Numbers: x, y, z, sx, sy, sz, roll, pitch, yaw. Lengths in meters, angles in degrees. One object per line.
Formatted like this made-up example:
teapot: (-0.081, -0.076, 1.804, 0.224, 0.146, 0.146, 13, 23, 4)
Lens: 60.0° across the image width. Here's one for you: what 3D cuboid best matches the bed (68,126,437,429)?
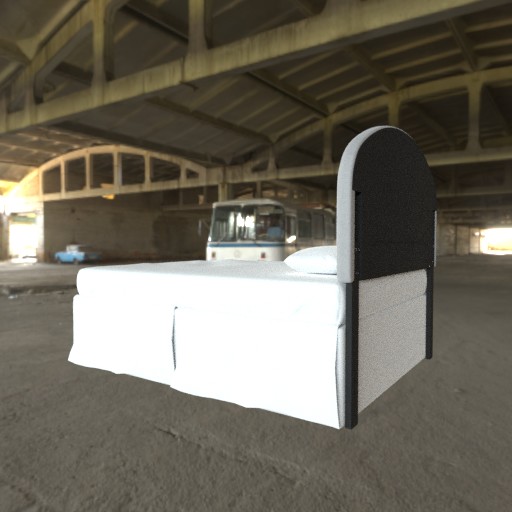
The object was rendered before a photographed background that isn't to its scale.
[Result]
bed: (0.000, 0.000, 3.020, 2.005, 1.410, 1.607, 1, 2, 35)
